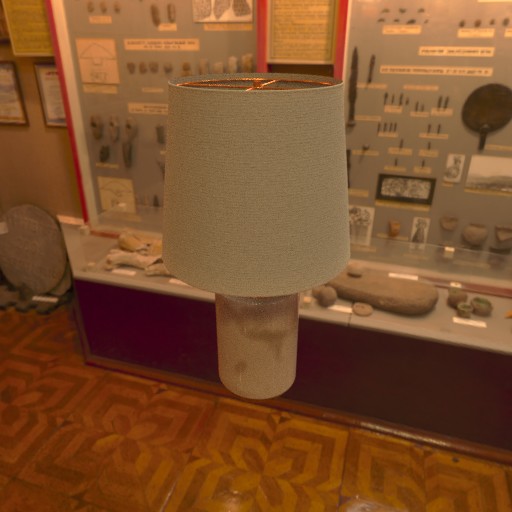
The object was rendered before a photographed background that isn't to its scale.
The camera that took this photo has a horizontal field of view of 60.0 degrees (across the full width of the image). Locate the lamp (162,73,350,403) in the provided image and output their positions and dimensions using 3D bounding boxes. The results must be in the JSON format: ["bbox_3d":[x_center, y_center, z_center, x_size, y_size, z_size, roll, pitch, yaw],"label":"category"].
[{"bbox_3d":[0.000,0.000,0.458,0.189,0.340,0.189,0,27,0],"label":"lamp"}]
